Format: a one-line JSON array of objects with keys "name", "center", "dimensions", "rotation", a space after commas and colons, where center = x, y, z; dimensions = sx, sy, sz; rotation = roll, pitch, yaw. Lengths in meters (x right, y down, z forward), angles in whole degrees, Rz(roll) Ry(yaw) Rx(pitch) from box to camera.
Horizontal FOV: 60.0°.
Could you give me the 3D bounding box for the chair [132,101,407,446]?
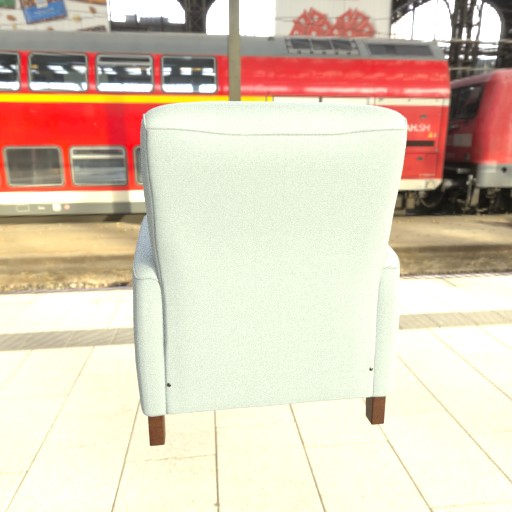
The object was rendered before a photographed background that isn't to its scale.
[{"name": "chair", "center": [0.000, 0.000, 1.609], "dimensions": [0.853, 1.007, 0.846], "rotation": [-2, 15, -8]}]
